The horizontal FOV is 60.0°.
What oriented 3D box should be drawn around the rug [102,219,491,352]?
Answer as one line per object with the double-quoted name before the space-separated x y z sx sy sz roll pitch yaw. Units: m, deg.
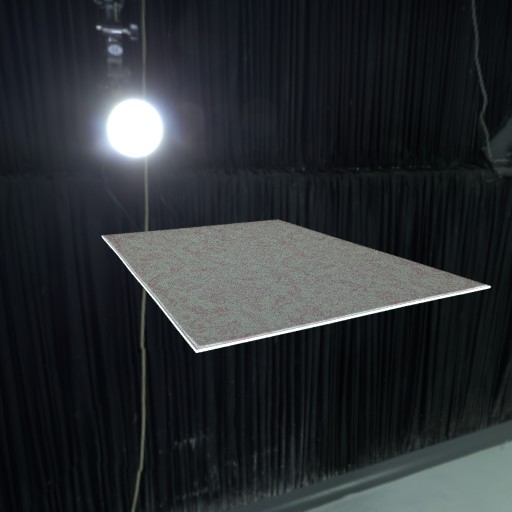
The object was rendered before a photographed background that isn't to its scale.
"rug" 0.000 0.000 2.880 1.598 0.014 2.202 -7 16 -26
